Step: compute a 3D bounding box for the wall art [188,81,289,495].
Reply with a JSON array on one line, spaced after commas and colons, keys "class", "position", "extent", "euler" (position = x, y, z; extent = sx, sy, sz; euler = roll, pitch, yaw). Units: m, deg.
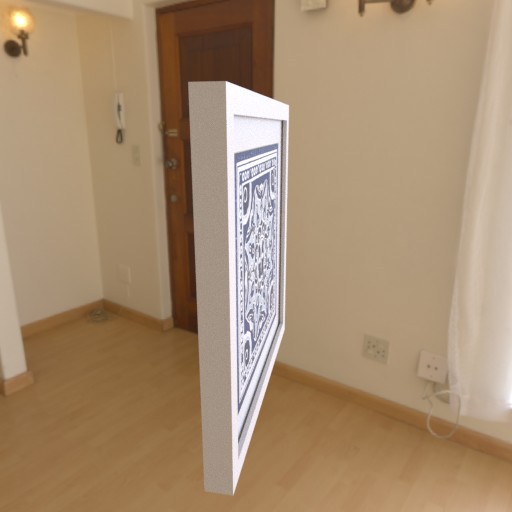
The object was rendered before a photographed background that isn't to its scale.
[{"class": "wall art", "position": [0.000, 0.000, 0.526], "extent": [0.027, 0.355, 0.355], "euler": [3, 16, 11]}]
